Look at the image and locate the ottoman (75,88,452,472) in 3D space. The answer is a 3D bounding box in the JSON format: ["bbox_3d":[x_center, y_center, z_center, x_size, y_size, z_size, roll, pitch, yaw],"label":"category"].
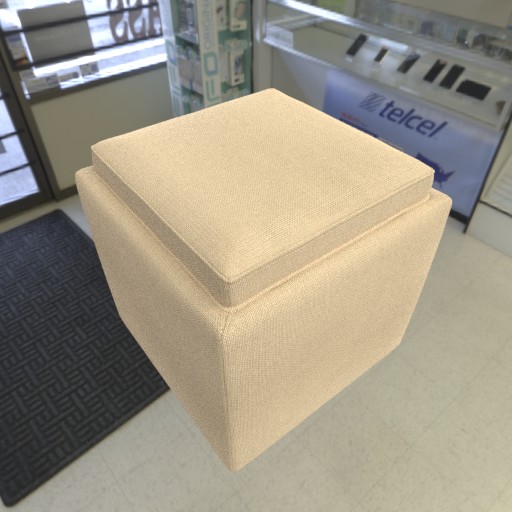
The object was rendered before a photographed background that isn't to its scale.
[{"bbox_3d":[0.000,0.000,0.812,0.450,0.460,0.451,-28,49,-27],"label":"ottoman"}]
